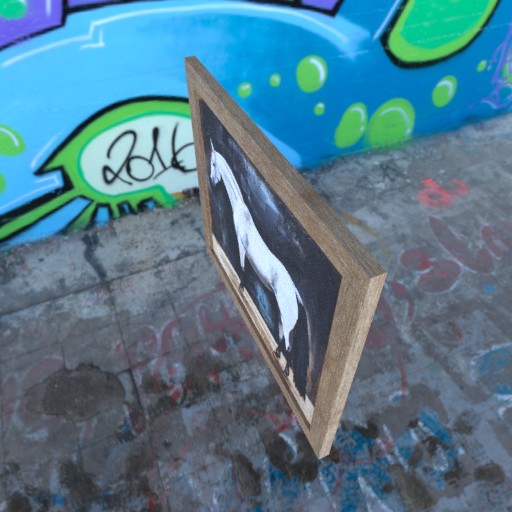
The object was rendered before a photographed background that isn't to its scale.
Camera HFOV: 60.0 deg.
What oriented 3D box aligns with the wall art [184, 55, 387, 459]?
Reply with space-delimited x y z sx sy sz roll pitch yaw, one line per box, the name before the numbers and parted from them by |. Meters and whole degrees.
wall art | 0.000 0.000 0.950 0.026 0.588 0.690 -18 49 -17
